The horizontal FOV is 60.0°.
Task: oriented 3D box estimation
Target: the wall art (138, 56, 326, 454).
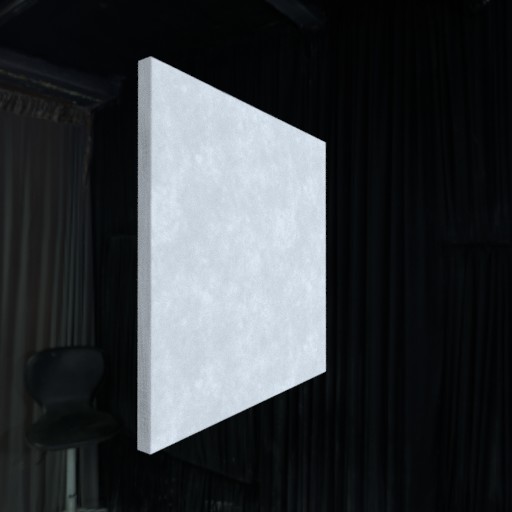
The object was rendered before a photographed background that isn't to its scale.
[{"bbox_3d":[0.000,0.000,0.465,0.015,0.303,0.303,0,-1,35],"label":"wall art"}]
